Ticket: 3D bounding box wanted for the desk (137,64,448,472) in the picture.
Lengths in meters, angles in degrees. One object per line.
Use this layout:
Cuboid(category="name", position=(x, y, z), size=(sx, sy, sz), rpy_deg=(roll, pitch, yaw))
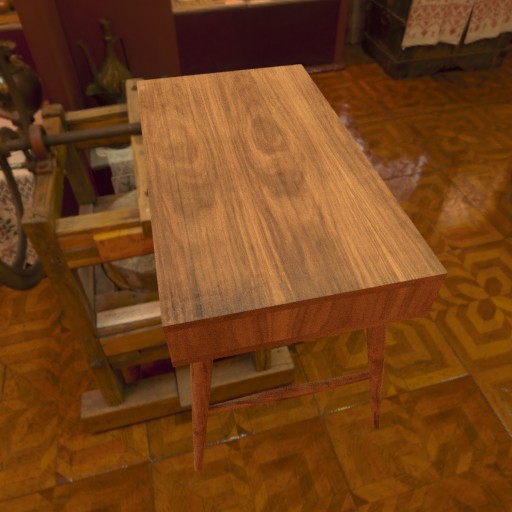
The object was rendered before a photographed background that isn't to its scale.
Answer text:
Cuboid(category="desk", position=(0.000, 0.000, 1.396), size=(0.588, 0.758, 0.949), rpy_deg=(-10, 47, -9))
